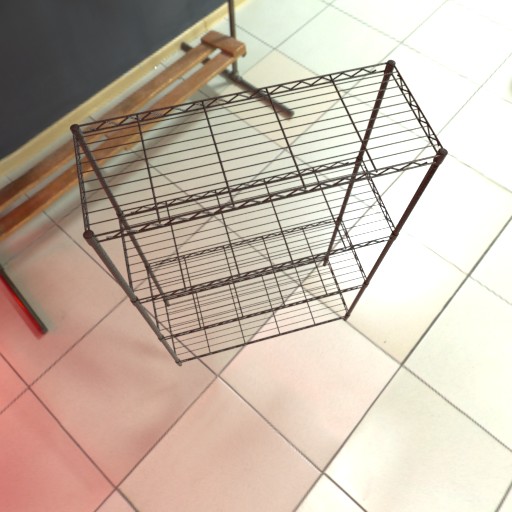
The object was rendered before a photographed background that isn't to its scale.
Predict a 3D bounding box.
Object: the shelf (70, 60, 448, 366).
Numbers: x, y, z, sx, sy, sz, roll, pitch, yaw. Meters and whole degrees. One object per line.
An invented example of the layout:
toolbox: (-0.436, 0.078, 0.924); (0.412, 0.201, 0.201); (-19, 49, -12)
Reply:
shelf: (0.000, 0.000, 1.738); (0.907, 1.361, 0.352); (-14, 65, -7)
